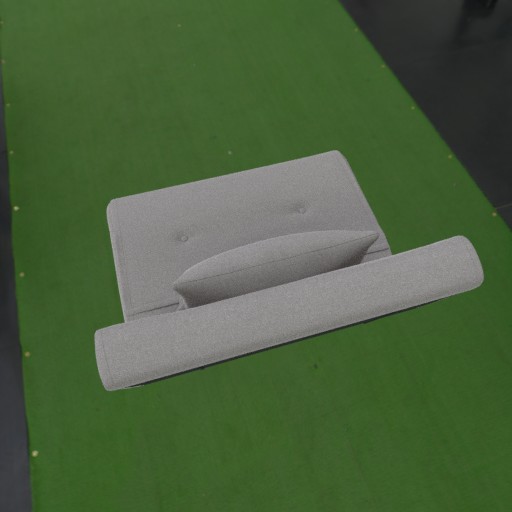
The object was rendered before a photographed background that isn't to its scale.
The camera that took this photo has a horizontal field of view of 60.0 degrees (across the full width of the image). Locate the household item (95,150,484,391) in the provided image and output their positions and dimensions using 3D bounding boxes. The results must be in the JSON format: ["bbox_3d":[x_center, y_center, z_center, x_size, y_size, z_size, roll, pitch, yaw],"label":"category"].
[{"bbox_3d":[0.000,0.000,1.584,1.000,0.800,0.874,-14,61,-8],"label":"household item"}]
